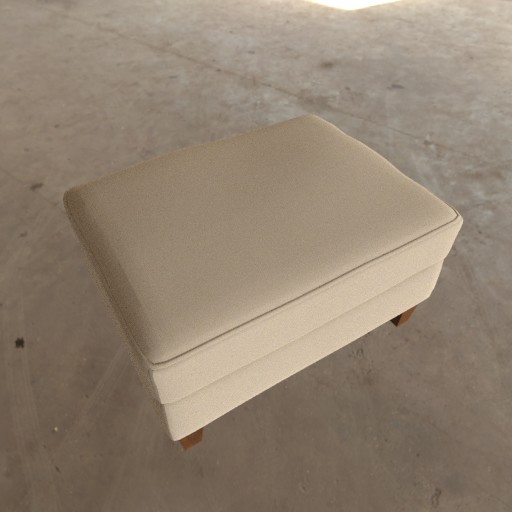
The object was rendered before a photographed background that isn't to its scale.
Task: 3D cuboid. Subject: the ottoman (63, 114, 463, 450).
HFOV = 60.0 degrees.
[{"bbox_3d":[0.000,0.000,1.219,0.818,0.485,0.634,-23,50,-22],"label":"ottoman"}]
